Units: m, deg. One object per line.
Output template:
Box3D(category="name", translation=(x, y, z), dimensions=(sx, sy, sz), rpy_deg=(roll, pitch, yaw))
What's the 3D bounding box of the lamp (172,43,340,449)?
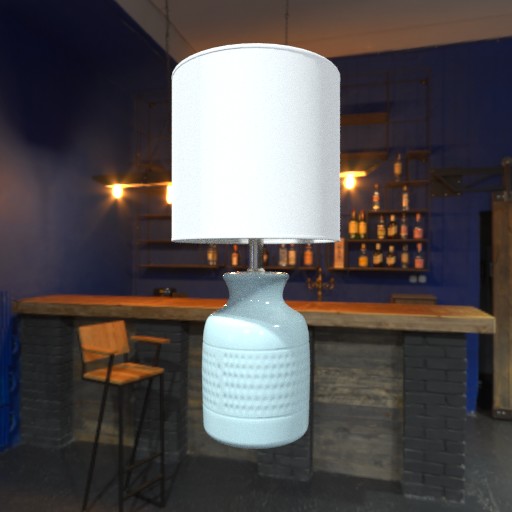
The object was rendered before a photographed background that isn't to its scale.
Box3D(category="lamp", translation=(0.000, 0.000, 1.117), dimensions=(0.418, 0.871, 0.418), rpy_deg=(0, 0, 17))
